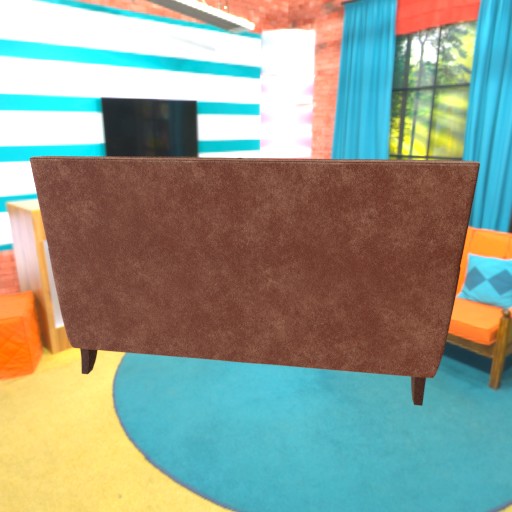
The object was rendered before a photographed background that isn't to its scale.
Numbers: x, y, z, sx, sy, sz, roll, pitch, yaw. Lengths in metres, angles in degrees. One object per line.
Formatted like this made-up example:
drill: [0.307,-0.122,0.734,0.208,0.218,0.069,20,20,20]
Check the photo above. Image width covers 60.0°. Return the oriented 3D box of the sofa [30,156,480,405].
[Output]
sofa: [0.000,0.000,1.907,1.473,0.871,0.787,3,16,9]
